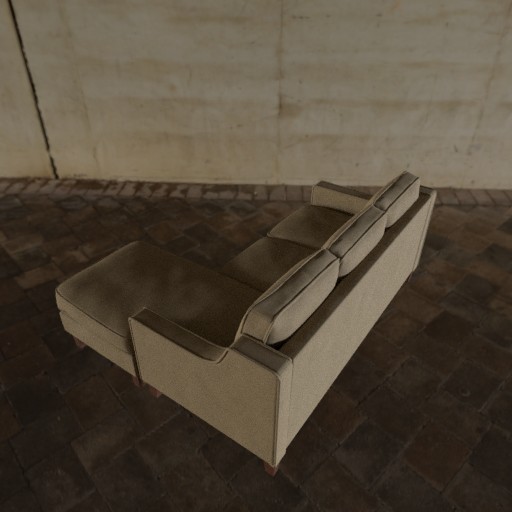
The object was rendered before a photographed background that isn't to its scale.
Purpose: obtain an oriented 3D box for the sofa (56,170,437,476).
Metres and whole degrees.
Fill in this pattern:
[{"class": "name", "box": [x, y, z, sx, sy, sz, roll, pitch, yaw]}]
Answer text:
[{"class": "sofa", "box": [0.000, 0.000, 3.338, 1.858, 1.066, 2.317, 22, 40, 29]}]
